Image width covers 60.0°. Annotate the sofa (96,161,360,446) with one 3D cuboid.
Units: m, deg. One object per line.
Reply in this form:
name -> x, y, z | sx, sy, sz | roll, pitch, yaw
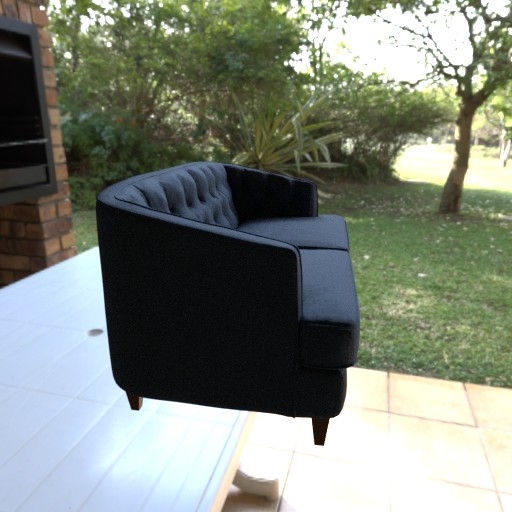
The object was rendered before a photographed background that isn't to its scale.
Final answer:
sofa -> 0.000, 0.000, 2.217 | 0.941, 0.854, 1.733 | 3, 17, 9
